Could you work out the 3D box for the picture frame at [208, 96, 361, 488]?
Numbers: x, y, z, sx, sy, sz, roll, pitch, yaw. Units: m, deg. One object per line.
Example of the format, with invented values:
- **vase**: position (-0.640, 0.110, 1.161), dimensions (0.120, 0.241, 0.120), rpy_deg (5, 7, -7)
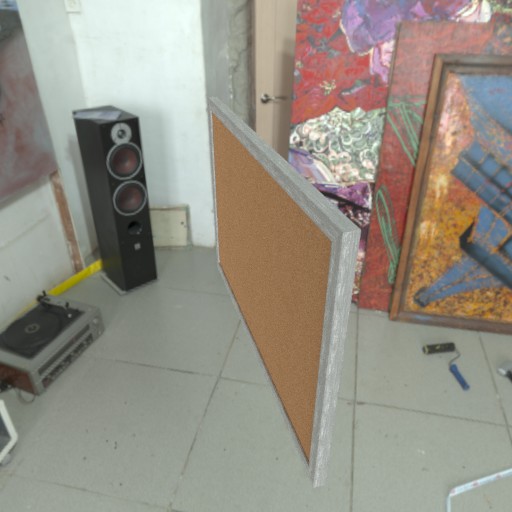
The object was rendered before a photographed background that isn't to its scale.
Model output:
- **picture frame**: position (0.000, 0.000, 1.201), dimensions (0.029, 0.640, 0.950), rpy_deg (-9, 33, -15)
